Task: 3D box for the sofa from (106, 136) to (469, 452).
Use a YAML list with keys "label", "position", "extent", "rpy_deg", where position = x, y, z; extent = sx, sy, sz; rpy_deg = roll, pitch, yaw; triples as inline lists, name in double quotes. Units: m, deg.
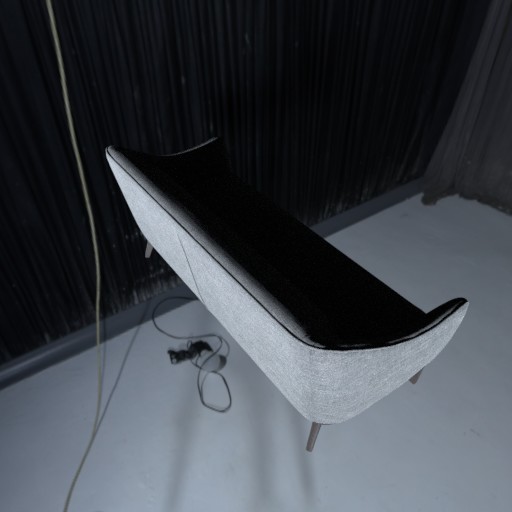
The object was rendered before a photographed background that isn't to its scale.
- label: "sofa"
  position: [0.000, 0.000, 2.360]
  extent: [0.867, 0.829, 1.928]
  rpy_deg: [-25, 46, -27]
